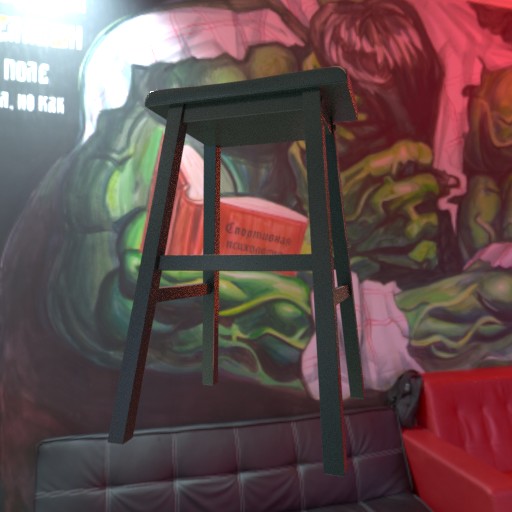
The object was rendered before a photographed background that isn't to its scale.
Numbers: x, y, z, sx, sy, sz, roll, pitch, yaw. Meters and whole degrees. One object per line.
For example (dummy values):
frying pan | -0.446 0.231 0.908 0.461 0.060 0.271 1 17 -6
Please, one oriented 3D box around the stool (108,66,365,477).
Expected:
stool | 0.000 0.000 1.030 0.457 0.737 0.476 0 -1 18
